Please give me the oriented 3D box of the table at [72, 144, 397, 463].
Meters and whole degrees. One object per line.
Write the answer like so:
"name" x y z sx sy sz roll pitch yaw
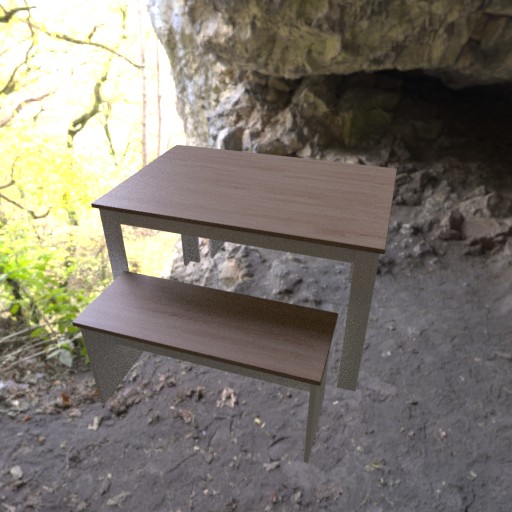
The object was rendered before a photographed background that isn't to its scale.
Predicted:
"table" 0.000 0.000 2.033 1.100 0.700 1.443 10 34 15
